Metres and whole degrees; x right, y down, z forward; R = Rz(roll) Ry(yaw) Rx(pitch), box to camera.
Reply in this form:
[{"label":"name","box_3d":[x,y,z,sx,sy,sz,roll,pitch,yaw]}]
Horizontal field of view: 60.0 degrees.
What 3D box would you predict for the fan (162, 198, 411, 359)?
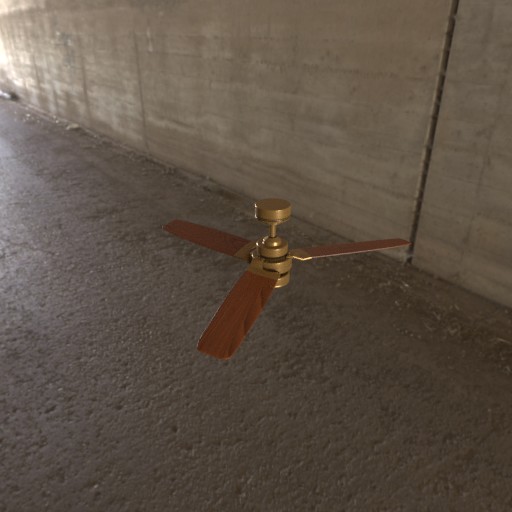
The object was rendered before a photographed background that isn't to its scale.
[{"label":"fan","box_3d":[0.000,0.000,2.109,1.416,0.425,1.271,9,28,16]}]
